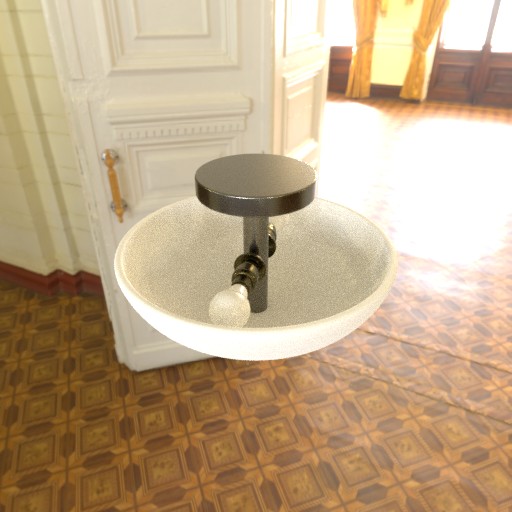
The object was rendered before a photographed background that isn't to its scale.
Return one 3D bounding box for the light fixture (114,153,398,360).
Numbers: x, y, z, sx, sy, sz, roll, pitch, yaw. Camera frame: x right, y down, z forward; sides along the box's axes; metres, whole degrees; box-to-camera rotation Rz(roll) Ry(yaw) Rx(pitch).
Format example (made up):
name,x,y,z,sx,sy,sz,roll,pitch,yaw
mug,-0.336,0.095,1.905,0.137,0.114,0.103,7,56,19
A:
name,x,y,z,sx,sy,sz,roll,pitch,yaw
light fixture,0.000,0.000,0.543,0.330,0.214,0.330,0,31,0
